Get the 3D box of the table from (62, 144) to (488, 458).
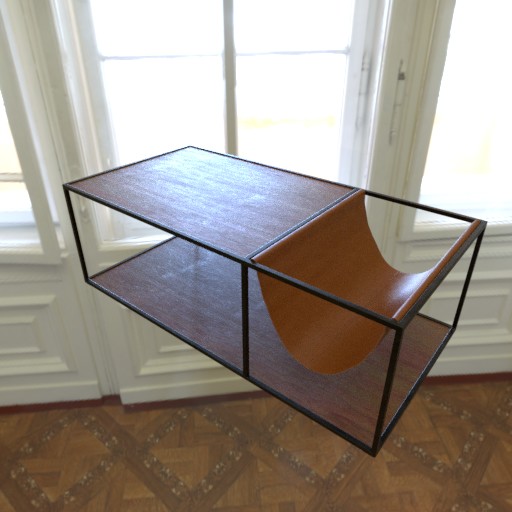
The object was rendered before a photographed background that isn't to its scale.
[{"bbox_3d":[0.000,0.000,1.473,1.199,0.403,0.597,22,37,33],"label":"table"}]
